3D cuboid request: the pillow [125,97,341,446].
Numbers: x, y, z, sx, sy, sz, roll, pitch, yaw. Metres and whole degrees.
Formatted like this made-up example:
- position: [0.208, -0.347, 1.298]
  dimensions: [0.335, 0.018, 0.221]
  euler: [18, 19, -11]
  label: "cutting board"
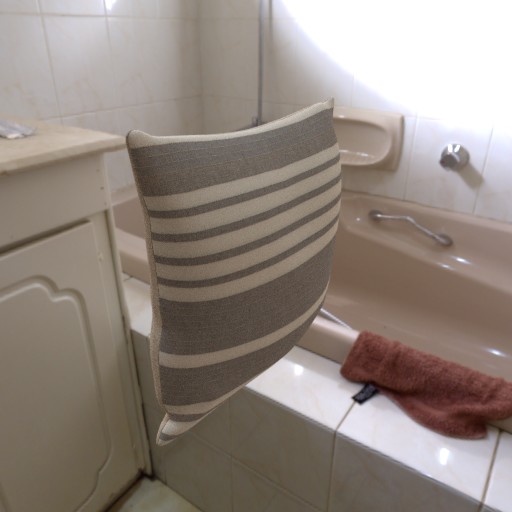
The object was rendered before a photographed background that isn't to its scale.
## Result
- position: [0.000, 0.000, 0.684]
  dimensions: [0.182, 0.440, 0.439]
  euler: [19, 32, 33]
  label: "pillow"
